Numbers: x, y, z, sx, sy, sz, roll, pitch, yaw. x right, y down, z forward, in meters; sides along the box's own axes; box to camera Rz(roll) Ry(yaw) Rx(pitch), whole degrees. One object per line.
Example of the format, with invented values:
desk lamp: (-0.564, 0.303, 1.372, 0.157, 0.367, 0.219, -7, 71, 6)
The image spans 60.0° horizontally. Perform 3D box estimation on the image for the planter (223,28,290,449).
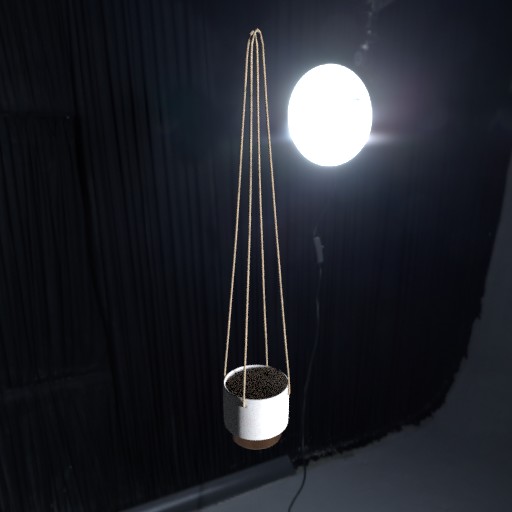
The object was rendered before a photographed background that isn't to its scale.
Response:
planter: (0.000, 0.000, 0.903, 0.146, 0.841, 0.146, -7, 17, -24)
